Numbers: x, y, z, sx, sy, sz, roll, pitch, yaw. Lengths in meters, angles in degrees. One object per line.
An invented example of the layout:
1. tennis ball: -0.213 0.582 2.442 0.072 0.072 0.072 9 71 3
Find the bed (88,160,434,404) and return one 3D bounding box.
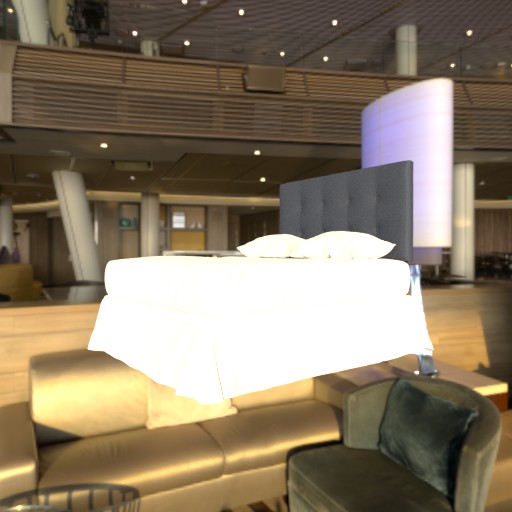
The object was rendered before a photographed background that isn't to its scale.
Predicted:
1. bed: 0.000 0.000 3.671 2.222 1.577 1.936 0 0 -37
